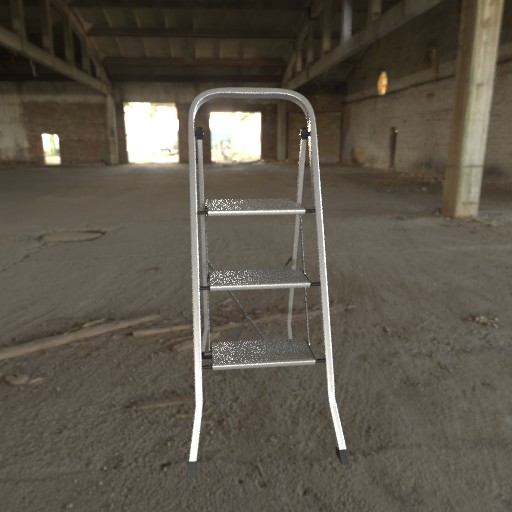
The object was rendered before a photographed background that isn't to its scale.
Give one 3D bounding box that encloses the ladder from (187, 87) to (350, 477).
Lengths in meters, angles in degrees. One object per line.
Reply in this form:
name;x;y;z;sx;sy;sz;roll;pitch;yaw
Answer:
ladder;0.000;0.000;1.452;0.465;1.070;0.704;-2;15;-6
